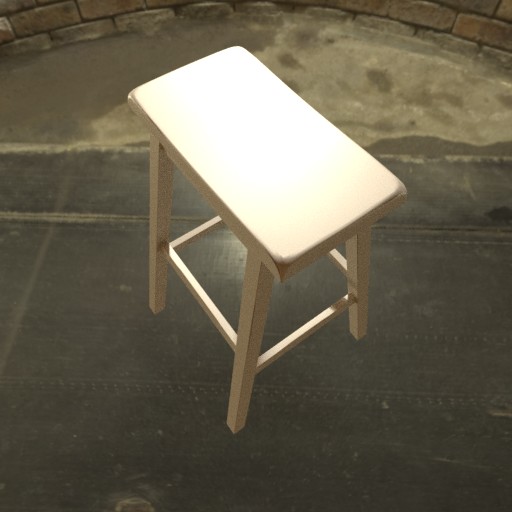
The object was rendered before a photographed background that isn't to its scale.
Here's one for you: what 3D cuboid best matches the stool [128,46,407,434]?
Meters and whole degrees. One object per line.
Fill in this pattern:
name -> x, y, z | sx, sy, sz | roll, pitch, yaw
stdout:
stool -> 0.000, 0.000, 1.024 | 0.476, 0.737, 0.457 | -32, 63, -18
